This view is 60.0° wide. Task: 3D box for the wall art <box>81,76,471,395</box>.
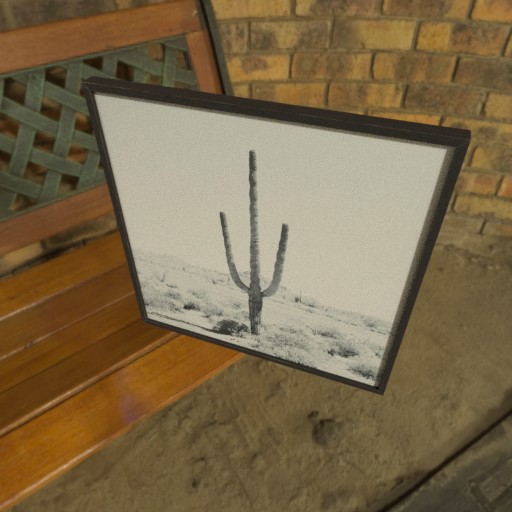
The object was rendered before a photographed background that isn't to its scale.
[{"bbox_3d":[0.000,0.000,1.086,0.762,0.762,0.038,14,43,15],"label":"wall art"}]
